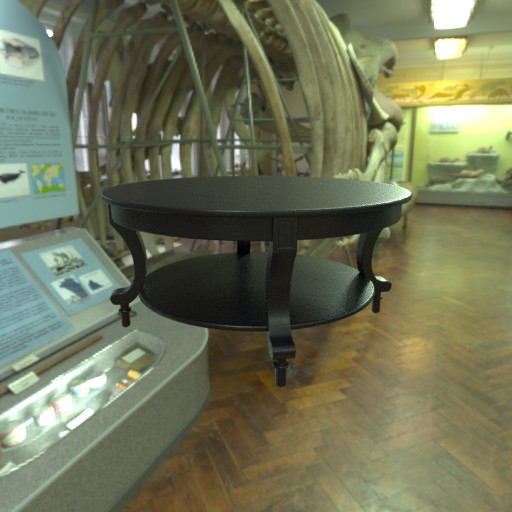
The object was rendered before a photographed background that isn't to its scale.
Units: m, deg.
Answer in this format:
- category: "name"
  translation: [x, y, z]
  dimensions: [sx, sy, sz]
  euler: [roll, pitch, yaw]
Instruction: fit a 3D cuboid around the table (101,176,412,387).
- category: "table"
  translation: [0.000, 0.000, 1.600]
  dimensions: [1.029, 0.491, 1.029]
  euler: [0, 15, 0]
